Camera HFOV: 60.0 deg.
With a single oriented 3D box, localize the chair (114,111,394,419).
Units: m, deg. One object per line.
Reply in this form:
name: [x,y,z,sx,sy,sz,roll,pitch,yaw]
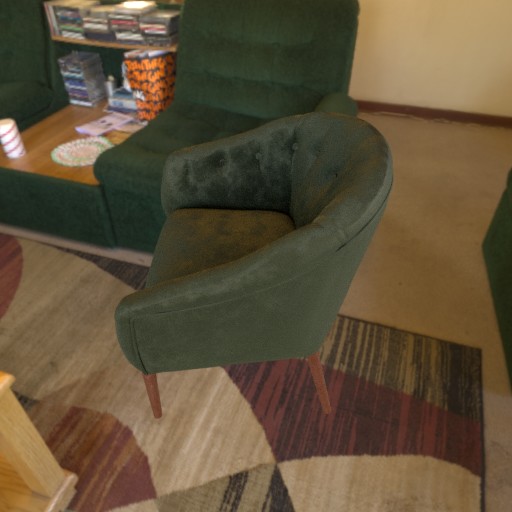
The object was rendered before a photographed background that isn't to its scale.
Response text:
chair: [0.000,0.000,1.525,0.776,0.885,0.851,0,41,0]
